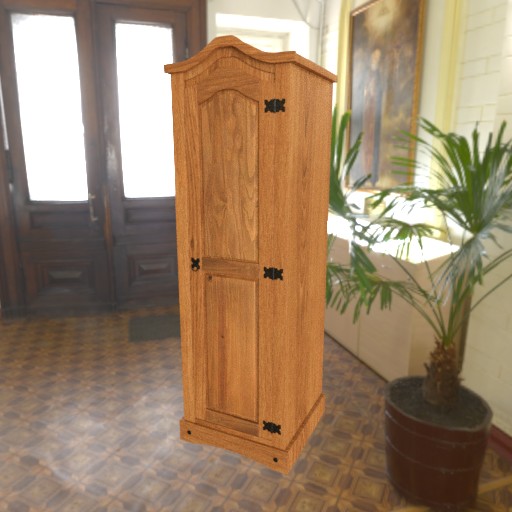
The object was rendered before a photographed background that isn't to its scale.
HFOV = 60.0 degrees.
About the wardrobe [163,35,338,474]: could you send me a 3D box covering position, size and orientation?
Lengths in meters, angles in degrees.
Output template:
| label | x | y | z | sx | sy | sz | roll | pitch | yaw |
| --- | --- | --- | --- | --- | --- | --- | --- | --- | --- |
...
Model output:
| label | x | y | z | sx | sy | sz | roll | pitch | yaw |
| --- | --- | --- | --- | --- | --- | --- | --- | --- | --- |
| wardrobe | 0.000 | 0.000 | 2.177 | 0.590 | 1.870 | 0.570 | 6 | 14 | 25 |
